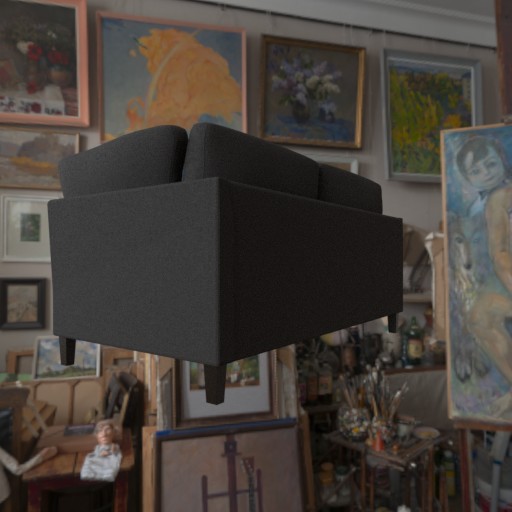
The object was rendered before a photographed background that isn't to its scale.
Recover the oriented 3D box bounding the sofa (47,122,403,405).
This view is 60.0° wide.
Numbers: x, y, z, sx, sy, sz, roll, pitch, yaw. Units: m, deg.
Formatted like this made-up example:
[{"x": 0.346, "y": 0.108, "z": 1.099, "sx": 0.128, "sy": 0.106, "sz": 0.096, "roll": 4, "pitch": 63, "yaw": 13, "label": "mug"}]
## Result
[{"x": 0.000, "y": 0.000, "z": 2.288, "sx": 0.969, "sy": 0.920, "sz": 1.751, "roll": 0, "pitch": 0, "yaw": 36, "label": "sofa"}]
